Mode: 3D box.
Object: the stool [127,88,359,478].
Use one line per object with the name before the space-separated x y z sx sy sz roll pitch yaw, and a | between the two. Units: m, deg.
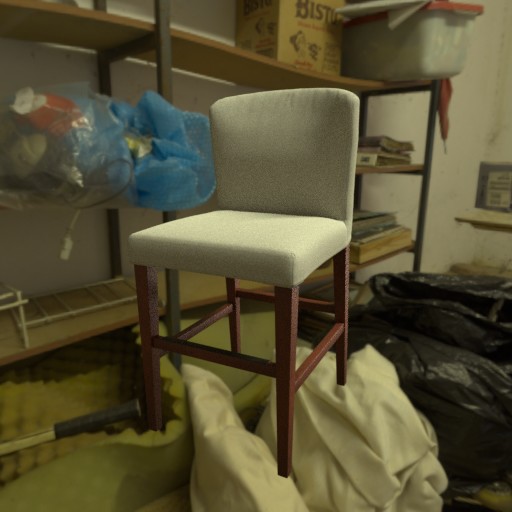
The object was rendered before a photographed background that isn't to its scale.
stool | 0.000 0.000 1.290 0.479 0.968 0.568 7 16 26
